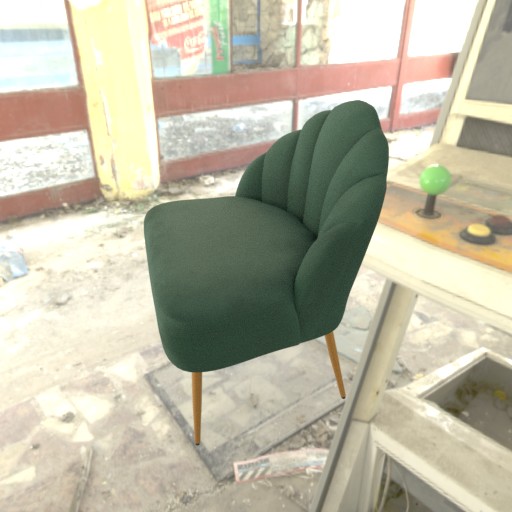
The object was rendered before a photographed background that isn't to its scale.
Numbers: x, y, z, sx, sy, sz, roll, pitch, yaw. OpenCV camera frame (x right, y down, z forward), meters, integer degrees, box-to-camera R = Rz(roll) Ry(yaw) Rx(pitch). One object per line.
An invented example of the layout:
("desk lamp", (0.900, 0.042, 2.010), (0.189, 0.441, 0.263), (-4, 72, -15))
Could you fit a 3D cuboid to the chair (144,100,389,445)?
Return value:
("chair", (0.000, 0.000, 1.262), (0.599, 0.819, 0.657), (-8, 29, -14))
